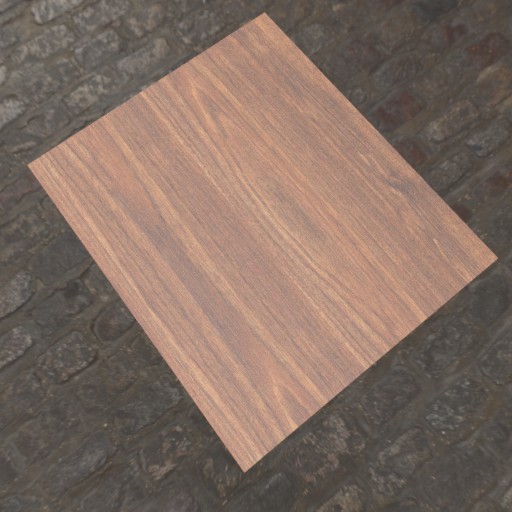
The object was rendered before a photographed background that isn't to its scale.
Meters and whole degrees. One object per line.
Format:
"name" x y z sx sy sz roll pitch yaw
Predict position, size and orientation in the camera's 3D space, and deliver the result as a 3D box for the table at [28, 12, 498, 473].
"table" 0.000 0.000 1.103 0.559 0.635 0.660 -37 78 -9
